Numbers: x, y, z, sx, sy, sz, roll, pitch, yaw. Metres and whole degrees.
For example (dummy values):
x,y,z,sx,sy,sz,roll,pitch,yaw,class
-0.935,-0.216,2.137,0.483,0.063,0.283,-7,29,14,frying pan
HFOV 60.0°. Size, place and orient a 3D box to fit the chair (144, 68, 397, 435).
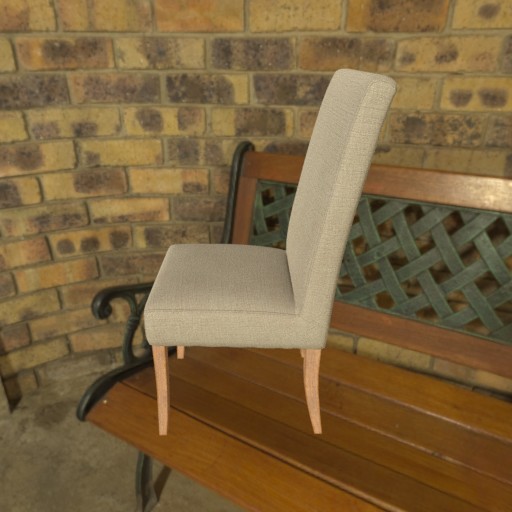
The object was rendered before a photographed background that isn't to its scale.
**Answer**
x,y,z,sx,sy,sz,roll,pitch,yaw,class
0.000,0.000,1.343,0.611,1.033,0.450,0,25,-1,chair
